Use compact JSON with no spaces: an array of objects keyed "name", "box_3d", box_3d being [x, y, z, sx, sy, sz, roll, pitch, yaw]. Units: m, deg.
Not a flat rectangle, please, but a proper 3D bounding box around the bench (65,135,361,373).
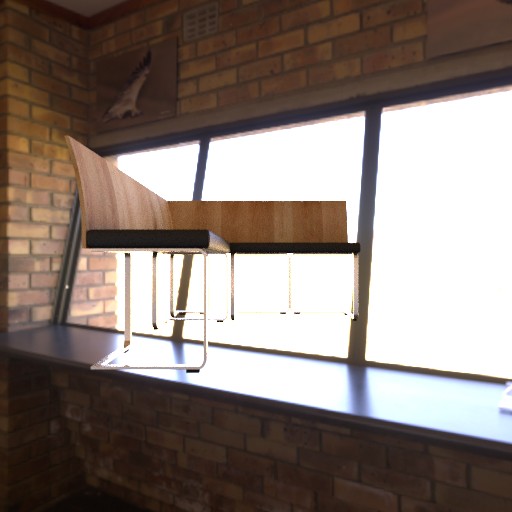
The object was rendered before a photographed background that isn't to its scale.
[{"name":"bench","box_3d":[0.000,0.000,2.697,1.495,0.930,1.945,0,0,0]}]
